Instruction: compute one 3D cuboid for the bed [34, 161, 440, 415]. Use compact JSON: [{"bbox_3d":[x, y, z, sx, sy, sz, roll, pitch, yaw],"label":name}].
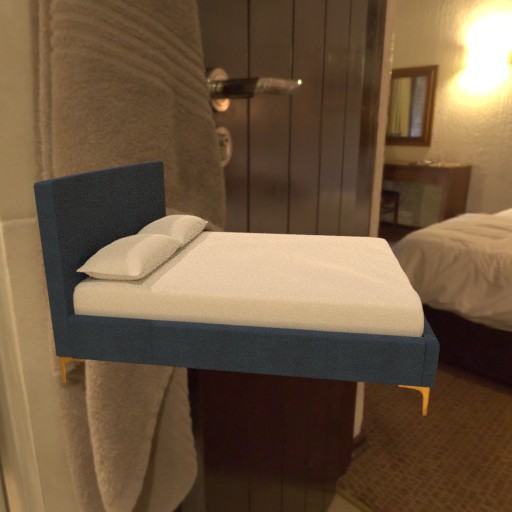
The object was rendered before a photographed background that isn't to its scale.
[{"bbox_3d":[0.000,0.000,3.183,2.172,1.231,1.723,2,16,9],"label":"bed"}]
